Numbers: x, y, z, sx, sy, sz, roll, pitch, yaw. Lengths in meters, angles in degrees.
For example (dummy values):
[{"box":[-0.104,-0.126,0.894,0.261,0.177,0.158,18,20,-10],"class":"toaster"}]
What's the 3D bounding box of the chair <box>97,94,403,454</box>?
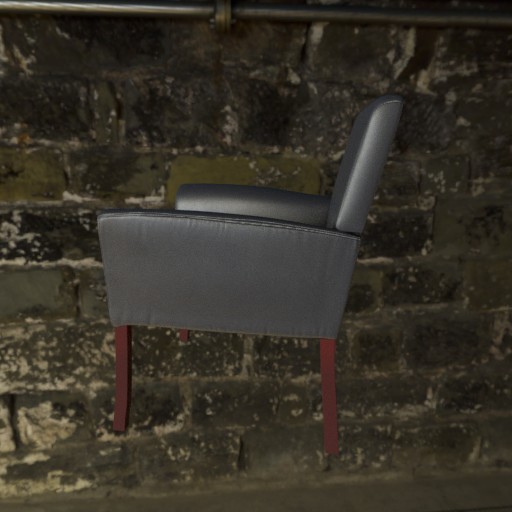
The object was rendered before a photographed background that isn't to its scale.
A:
[{"box":[0.000,0.000,1.463,0.772,0.951,0.683,2,15,9],"class":"chair"}]
